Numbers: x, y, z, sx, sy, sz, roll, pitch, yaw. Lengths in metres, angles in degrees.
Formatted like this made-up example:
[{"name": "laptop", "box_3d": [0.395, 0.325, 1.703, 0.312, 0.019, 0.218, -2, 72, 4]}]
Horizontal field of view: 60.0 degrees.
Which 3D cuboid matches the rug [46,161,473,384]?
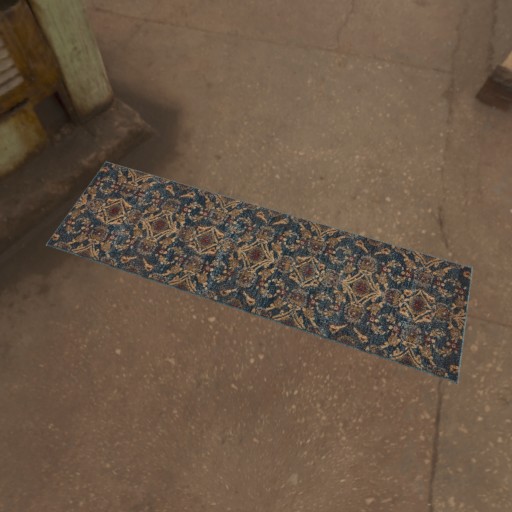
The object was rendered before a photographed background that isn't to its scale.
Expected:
[{"name": "rug", "box_3d": [0.000, 0.000, 2.475, 2.292, 0.014, 0.685, 17, 60, 10]}]
